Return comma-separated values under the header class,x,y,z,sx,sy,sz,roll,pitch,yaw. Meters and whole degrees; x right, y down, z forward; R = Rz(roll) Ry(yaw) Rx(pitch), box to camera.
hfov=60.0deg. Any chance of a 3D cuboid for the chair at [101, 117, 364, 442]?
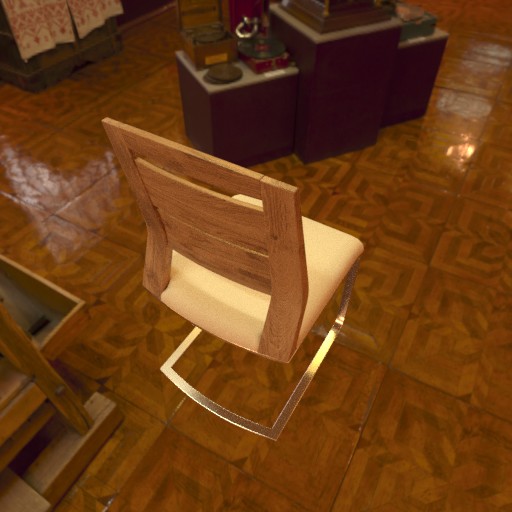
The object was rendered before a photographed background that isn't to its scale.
class,x,y,z,sx,sy,sz,roll,pitch,yaw
chair,0.000,0.000,1.229,0.457,0.955,0.561,24,51,21
